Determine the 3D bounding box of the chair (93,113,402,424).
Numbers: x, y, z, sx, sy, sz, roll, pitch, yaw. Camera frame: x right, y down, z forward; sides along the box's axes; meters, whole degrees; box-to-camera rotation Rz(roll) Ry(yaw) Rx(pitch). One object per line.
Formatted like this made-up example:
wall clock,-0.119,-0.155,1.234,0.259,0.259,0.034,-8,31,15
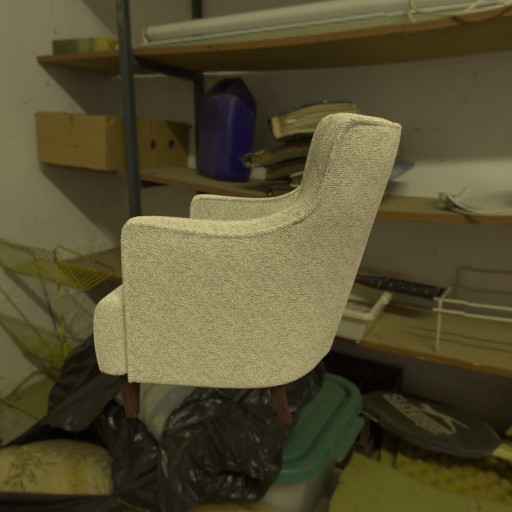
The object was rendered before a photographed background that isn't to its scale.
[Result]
chair,0.000,0.000,1.611,0.910,0.920,0.820,2,13,8
